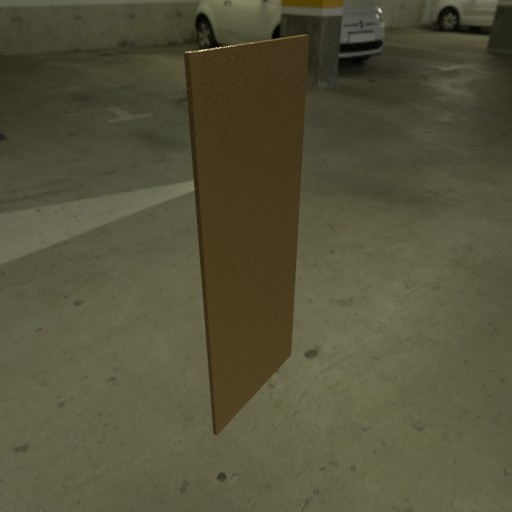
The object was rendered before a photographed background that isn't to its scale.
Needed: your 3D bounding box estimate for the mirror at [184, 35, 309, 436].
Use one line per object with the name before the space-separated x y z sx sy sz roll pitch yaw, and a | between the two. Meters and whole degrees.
mirror | 0.000 0.000 2.329 0.025 2.031 0.812 21 37 30
